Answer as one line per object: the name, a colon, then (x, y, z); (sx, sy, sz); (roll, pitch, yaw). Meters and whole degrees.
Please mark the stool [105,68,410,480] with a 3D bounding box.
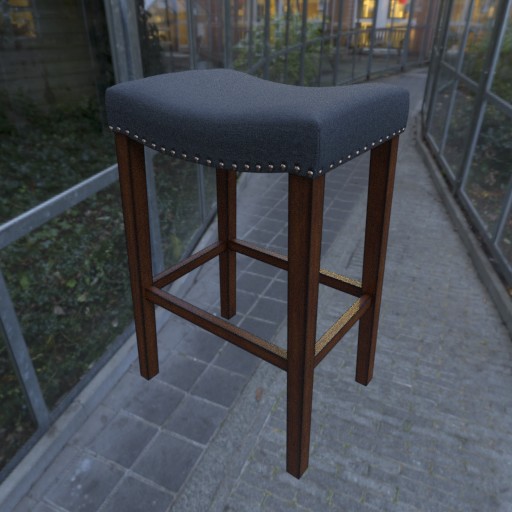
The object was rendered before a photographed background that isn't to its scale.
stool: (0.000, 0.000, 1.005); (0.502, 0.748, 0.366); (20, 35, 32)
